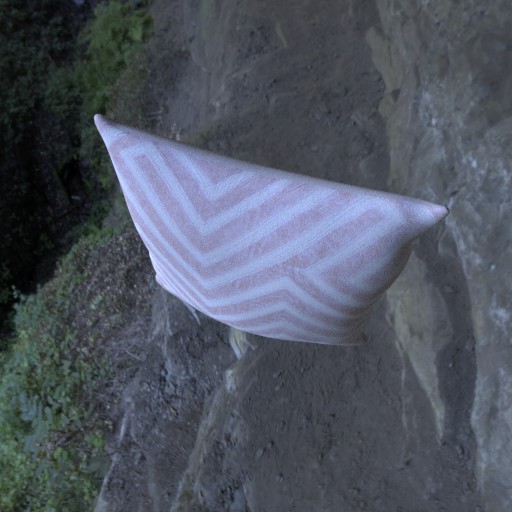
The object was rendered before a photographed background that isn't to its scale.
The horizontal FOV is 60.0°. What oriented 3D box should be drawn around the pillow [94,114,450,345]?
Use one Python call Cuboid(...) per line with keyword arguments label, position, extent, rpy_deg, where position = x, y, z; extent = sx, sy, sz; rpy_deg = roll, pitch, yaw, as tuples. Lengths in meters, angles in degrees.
Cuboid(label="pillow", position=(0.000, 0.000, 0.690), extent=(0.440, 0.441, 0.182), rpy_deg=(16, 61, 9))
